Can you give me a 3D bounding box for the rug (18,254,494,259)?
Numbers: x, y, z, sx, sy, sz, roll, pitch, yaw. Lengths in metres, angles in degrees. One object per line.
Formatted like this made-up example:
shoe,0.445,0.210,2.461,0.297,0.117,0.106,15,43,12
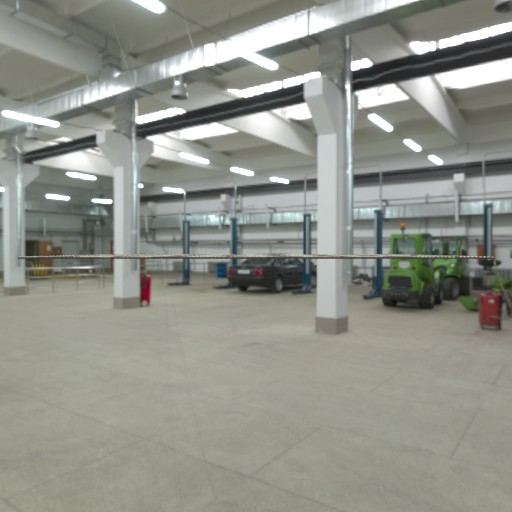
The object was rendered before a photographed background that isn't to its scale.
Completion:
rug,0.000,0.000,3.016,2.435,0.011,1.517,0,1,0
